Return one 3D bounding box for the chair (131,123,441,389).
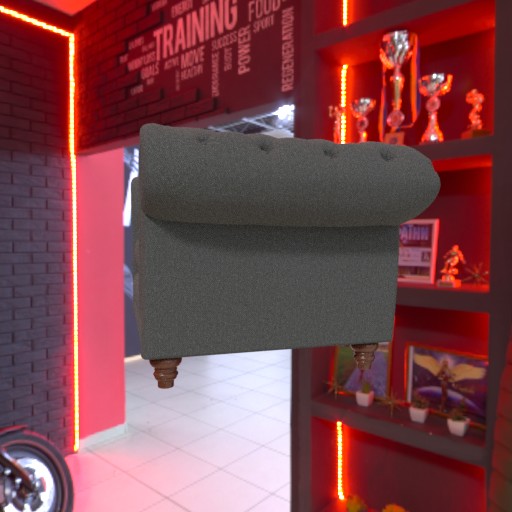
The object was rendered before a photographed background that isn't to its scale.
[{"bbox_3d":[0.000,0.000,1.847,0.976,0.770,1.270,0,2,-17],"label":"chair"}]
